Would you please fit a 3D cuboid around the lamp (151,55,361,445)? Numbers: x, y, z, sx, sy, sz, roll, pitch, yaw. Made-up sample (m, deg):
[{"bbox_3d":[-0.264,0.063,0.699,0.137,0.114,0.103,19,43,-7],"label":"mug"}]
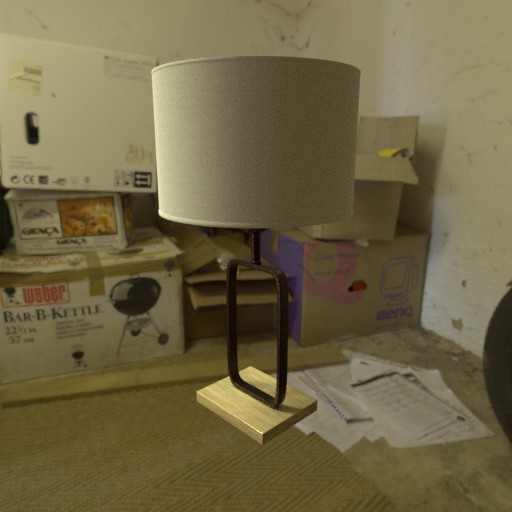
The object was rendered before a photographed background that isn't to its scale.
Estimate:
[{"bbox_3d":[0.000,0.000,0.667,0.279,0.508,0.279,-13,19,-42],"label":"lamp"}]
